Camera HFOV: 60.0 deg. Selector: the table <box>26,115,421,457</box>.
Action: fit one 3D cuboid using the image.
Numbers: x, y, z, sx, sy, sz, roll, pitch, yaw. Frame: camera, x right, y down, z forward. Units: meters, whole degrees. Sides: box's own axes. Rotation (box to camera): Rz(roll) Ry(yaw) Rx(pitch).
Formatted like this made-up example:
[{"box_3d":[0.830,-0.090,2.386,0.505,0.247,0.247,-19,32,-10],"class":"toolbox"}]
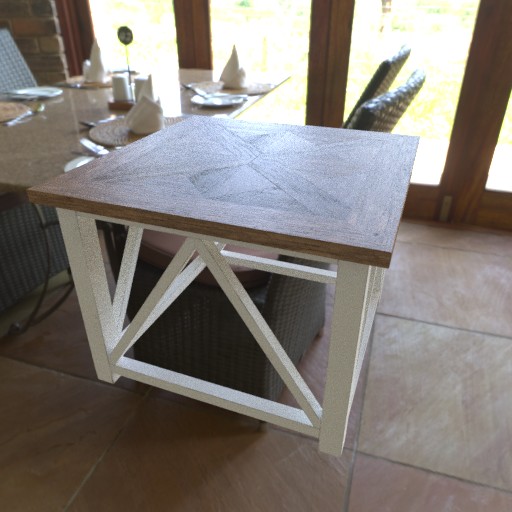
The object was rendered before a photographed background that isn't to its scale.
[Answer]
[{"box_3d":[0.000,0.000,1.177,0.700,0.532,0.700,11,32,18],"class":"table"}]
